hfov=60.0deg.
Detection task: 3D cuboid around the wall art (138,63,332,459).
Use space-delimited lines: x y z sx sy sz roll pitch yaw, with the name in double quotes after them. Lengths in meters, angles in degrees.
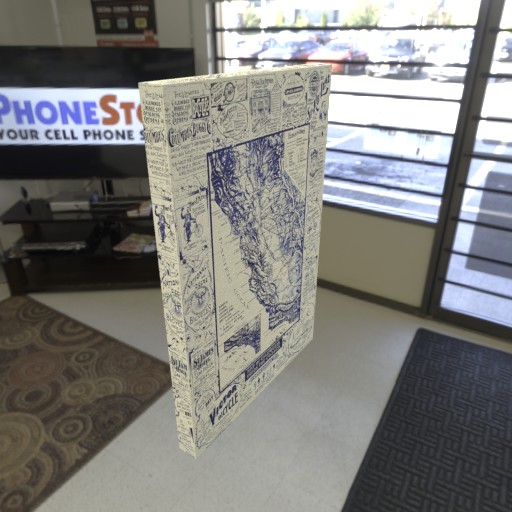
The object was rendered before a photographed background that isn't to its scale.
0.000 0.000 0.779 0.040 0.601 0.408 18 32 31 "wall art"
